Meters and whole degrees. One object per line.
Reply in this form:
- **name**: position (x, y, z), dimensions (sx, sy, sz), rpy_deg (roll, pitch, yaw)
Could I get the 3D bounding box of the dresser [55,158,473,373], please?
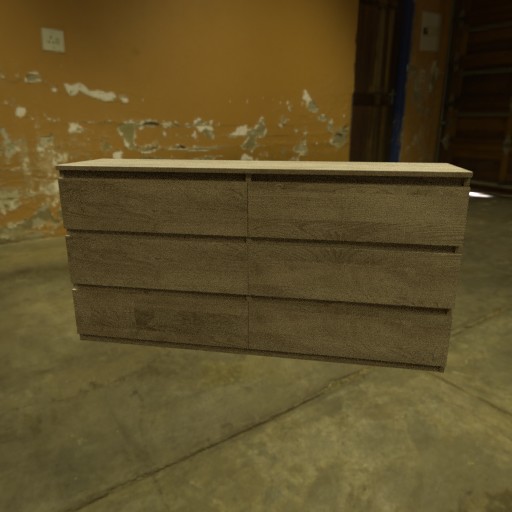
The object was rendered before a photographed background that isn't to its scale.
- **dresser**: position (0.000, 0.000, 1.954), dimensions (1.590, 0.795, 0.390), rpy_deg (3, 17, 10)
